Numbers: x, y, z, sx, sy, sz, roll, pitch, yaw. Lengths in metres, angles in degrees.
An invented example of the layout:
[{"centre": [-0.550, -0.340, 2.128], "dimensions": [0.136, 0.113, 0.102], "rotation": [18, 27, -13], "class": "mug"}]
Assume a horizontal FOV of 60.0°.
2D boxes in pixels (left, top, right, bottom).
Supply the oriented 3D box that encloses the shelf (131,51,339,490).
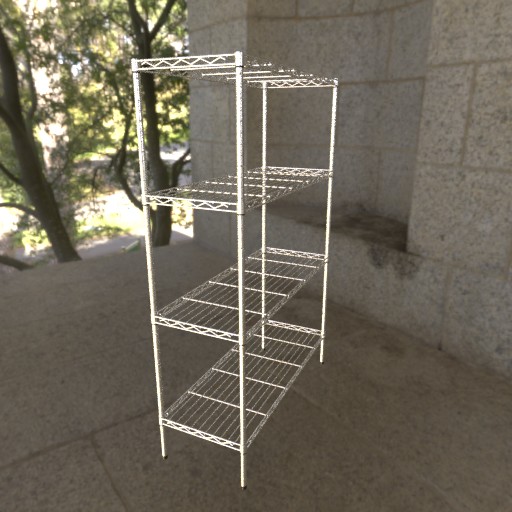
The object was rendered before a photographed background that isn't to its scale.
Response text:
[{"centre": [0.000, 0.000, 1.752], "dimensions": [0.352, 1.360, 0.907], "rotation": [8, 19, 24], "class": "shelf"}]
